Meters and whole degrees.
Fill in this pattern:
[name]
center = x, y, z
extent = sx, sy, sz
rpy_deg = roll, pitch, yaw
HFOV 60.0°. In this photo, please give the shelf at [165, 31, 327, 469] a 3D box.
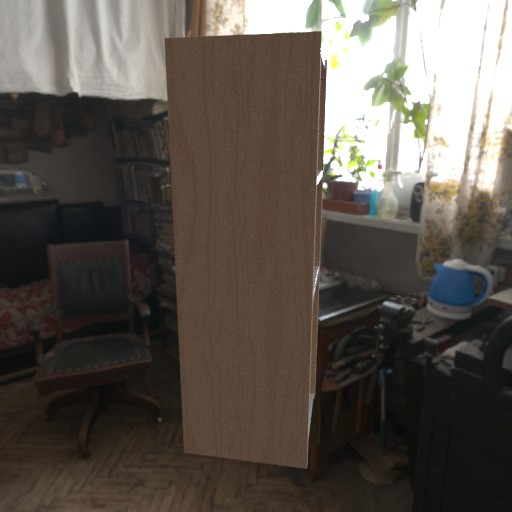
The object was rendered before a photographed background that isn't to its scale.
[shelf]
center = 0.000, 0.000, 1.054
extent = 0.290, 0.900, 0.300
rpy_deg = 3, 15, 10
